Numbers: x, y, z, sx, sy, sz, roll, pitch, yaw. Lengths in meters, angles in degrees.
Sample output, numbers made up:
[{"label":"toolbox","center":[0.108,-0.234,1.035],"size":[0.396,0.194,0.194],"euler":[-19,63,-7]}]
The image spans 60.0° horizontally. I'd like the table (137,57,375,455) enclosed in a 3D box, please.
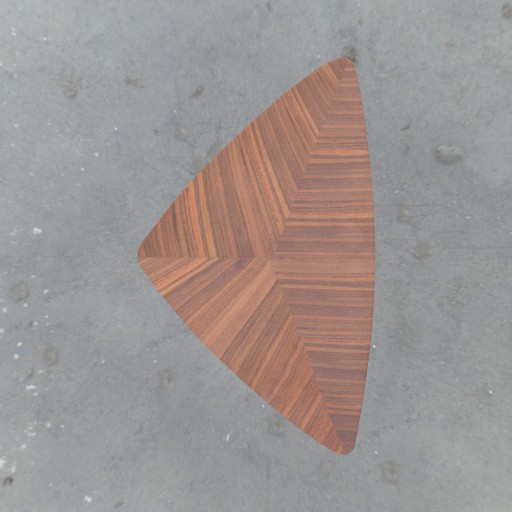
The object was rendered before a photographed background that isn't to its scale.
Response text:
[{"label":"table","center":[0.000,0.000,1.302],"size":[0.601,0.365,1.008],"euler":[0,90,0]}]
